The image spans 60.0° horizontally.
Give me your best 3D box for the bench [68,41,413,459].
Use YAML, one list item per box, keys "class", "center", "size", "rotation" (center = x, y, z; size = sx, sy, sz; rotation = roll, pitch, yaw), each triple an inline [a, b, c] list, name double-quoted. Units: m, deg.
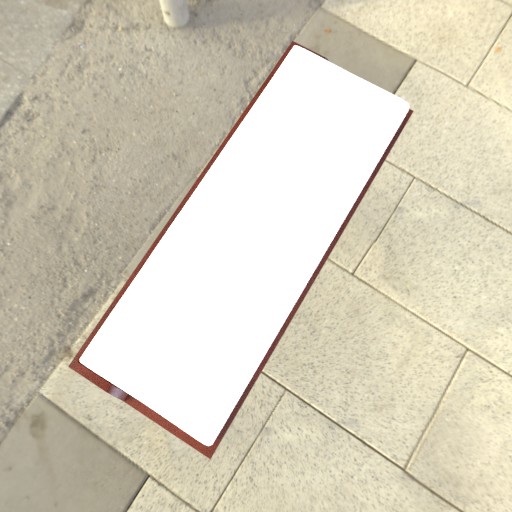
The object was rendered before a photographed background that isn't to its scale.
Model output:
- class: "bench"
  center: [0.000, 0.000, 1.333]
  size: [0.369, 0.646, 0.987]
  rotation: [30, 78, 7]
